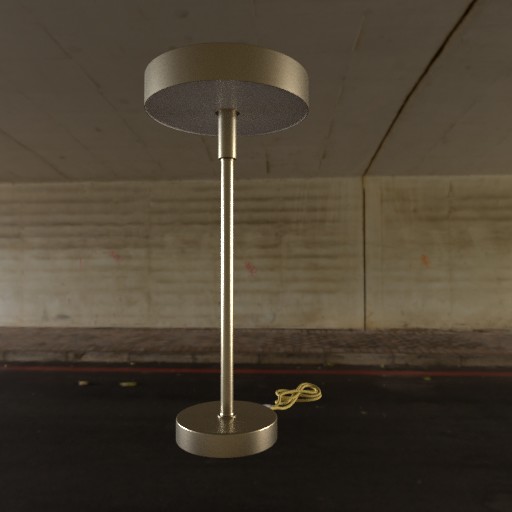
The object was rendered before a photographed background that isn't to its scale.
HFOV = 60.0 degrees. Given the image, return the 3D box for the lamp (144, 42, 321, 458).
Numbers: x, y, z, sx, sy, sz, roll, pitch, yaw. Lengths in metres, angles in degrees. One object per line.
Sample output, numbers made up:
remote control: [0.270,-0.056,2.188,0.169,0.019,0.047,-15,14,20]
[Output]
lamp: [0.000,0.000,0.682,0.229,0.508,0.369,-1,-2,35]
